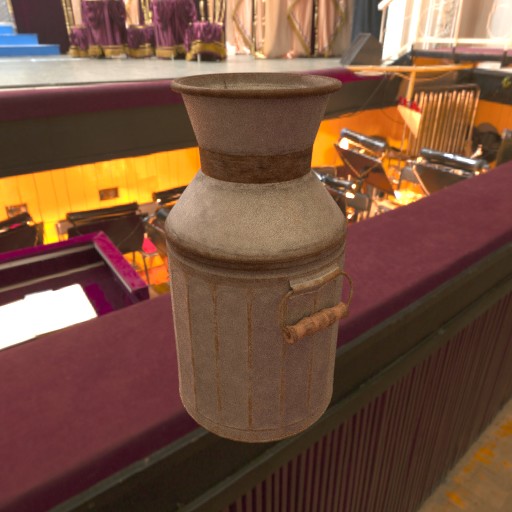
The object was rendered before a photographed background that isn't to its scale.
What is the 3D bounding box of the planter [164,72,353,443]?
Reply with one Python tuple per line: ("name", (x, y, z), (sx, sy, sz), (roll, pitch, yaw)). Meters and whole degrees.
("planter", (0.000, 0.000, 0.534), (0.214, 0.396, 0.245), (-19, 33, -32))
